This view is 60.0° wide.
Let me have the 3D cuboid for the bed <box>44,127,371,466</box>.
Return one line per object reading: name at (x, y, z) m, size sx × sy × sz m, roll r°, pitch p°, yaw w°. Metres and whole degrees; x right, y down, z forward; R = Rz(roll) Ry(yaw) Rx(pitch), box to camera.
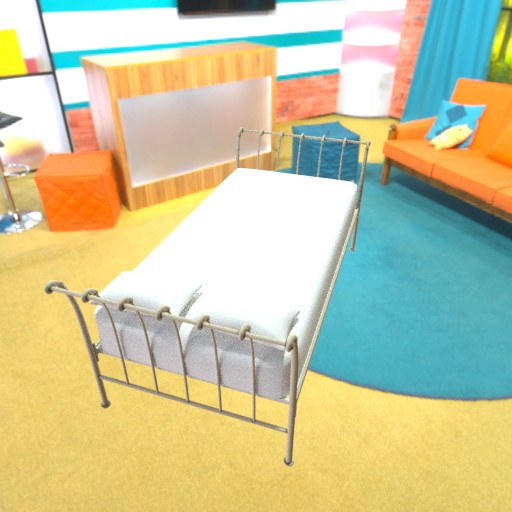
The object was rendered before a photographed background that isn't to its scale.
bed at (0.000, 0.000, 2.708) m, size 1.032 × 0.873 × 2.228 m, roll 10°, pitch 34°, yaw 16°
